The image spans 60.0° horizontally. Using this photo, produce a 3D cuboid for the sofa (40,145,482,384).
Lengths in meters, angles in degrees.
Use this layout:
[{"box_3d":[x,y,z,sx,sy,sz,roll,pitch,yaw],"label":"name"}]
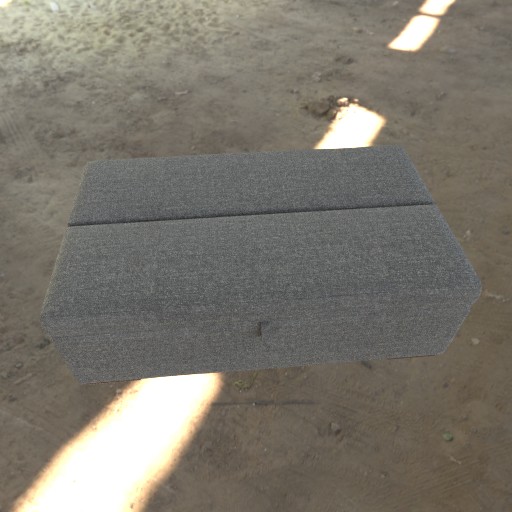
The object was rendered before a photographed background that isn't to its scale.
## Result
[{"box_3d":[0.000,0.000,1.561,1.198,0.417,0.782,-4,47,-4],"label":"sofa"}]
